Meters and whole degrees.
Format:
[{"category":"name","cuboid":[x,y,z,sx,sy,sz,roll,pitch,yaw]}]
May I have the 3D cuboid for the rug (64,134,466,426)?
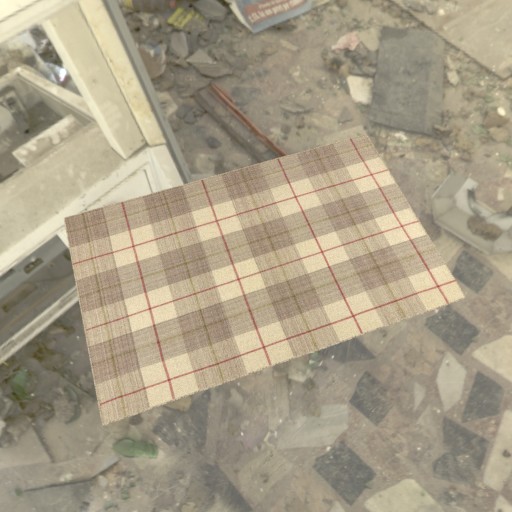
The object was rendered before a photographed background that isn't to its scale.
[{"category":"rug","cuboid":[0.000,0.000,3.128,2.464,0.010,1.549,-18,64,-9]}]
